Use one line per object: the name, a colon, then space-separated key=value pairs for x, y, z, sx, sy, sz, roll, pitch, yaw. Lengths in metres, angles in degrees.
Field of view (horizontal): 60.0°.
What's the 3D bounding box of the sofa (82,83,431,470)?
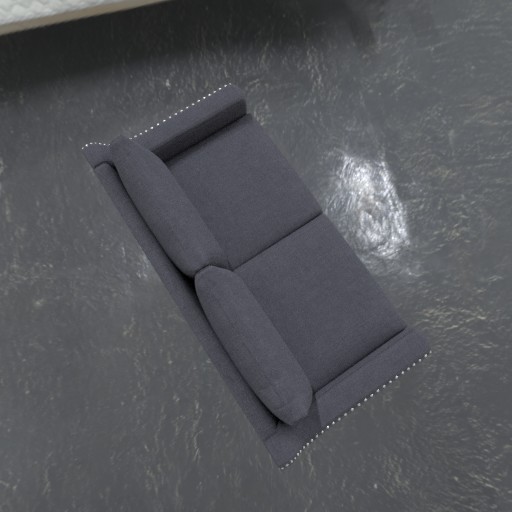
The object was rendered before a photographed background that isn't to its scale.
sofa: x=0.000 y=0.000 z=3.374 sx=1.336 sy=1.196 sz=2.550 roll=-33 pitch=78 yaw=-8
